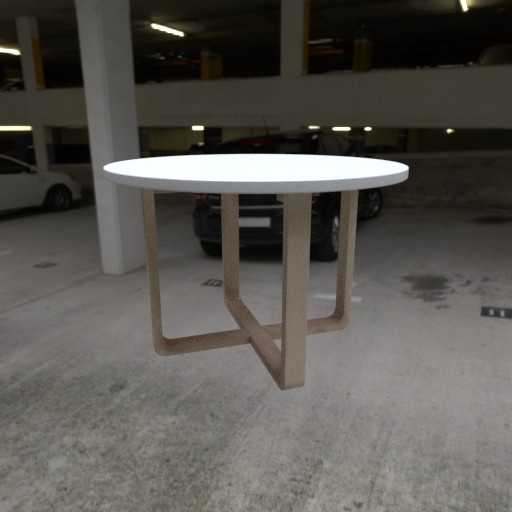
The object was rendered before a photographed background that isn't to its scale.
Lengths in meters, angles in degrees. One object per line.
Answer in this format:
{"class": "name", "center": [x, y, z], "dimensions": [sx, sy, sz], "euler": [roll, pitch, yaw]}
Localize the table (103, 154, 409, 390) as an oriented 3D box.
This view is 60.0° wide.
{"class": "table", "center": [0.000, 0.000, 0.973], "dimensions": [0.600, 0.400, 0.600], "euler": [0, 16, 0]}
